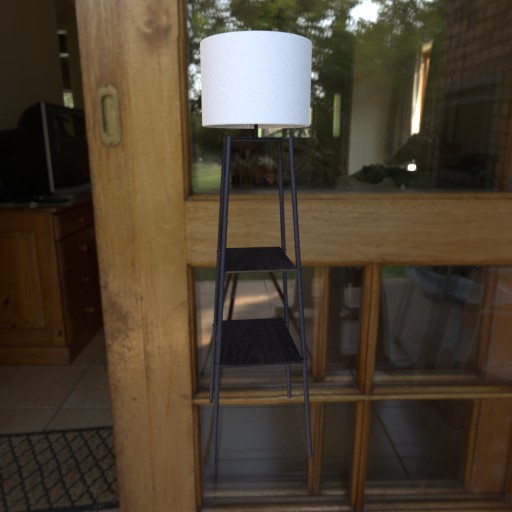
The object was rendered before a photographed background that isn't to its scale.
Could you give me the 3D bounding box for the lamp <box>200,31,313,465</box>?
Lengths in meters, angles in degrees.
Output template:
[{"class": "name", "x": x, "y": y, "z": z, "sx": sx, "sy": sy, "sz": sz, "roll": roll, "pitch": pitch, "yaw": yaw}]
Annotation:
[{"class": "lamp", "x": 0.000, "y": 0.000, "z": 1.677, "sx": 0.384, "sy": 1.474, "sz": 0.427, "roll": -2, "pitch": 14, "yaw": -7}]
